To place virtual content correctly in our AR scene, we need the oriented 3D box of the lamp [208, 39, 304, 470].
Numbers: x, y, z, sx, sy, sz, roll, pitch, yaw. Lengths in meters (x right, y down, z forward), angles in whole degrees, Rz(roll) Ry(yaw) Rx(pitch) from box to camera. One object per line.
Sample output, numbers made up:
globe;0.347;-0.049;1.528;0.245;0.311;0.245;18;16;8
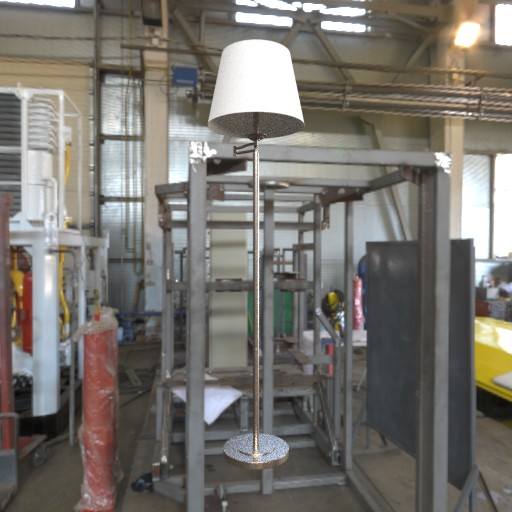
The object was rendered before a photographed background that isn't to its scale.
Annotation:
lamp;0.000;0.000;1.640;0.355;1.473;0.355;0;1;0
